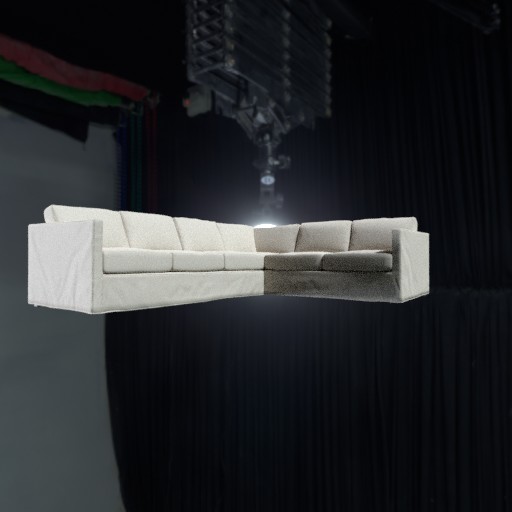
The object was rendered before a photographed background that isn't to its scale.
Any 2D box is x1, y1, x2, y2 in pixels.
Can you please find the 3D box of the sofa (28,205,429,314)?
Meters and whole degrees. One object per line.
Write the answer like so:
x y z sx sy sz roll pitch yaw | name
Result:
0.000 0.000 4.272 2.432 0.871 3.182 -1 -1 36 | sofa
